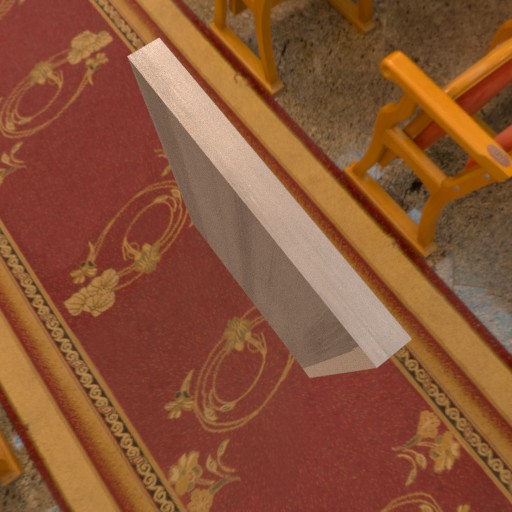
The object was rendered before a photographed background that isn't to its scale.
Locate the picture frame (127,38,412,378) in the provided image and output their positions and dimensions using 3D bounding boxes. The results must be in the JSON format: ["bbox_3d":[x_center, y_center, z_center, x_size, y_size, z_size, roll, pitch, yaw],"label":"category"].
[{"bbox_3d":[0.000,0.000,0.747,0.046,0.555,0.449,-36,77,-10],"label":"picture frame"}]
